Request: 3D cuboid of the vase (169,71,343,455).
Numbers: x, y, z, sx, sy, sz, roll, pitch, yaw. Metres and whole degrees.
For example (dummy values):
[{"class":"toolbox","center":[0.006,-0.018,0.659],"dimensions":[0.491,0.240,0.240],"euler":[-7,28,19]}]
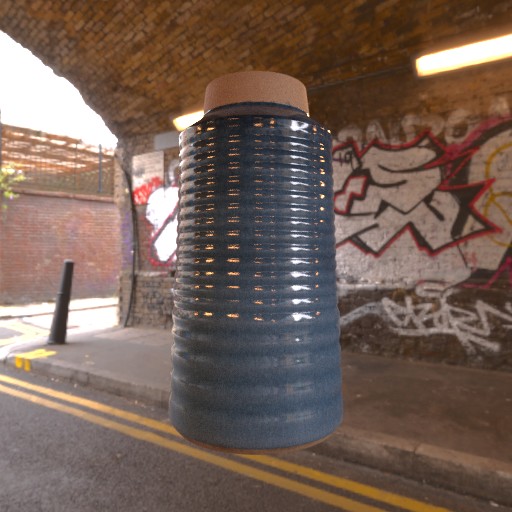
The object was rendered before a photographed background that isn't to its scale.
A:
[{"class":"vase","center":[0.000,0.000,0.424],"dimensions":[0.163,0.316,0.163],"euler":[0,-1,0]}]
